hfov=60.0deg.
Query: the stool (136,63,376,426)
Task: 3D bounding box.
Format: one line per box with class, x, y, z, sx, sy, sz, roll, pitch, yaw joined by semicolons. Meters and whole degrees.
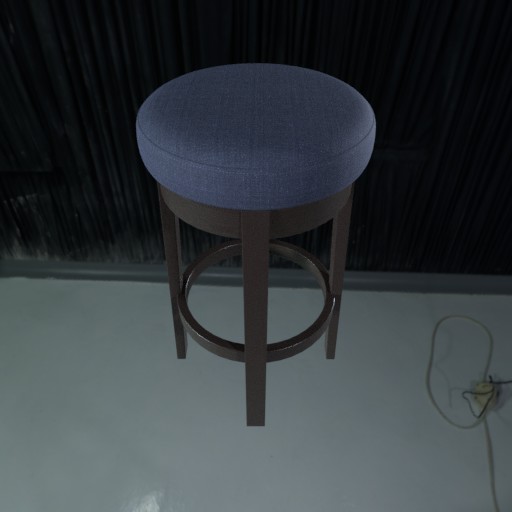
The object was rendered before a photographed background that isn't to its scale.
stool;0.000;0.000;1.027;0.446;0.758;0.446;0;42;0
